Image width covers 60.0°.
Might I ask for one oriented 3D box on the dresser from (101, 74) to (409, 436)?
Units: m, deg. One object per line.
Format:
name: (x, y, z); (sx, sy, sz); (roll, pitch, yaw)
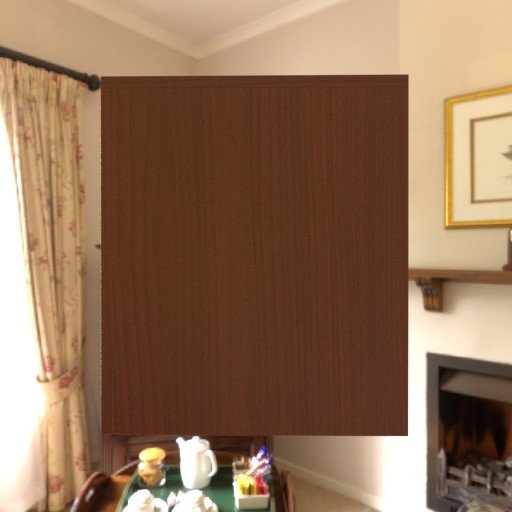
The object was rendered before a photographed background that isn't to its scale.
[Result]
dresser: (0.000, 0.000, 0.756); (0.400, 0.470, 0.360); (0, 0, 1)
